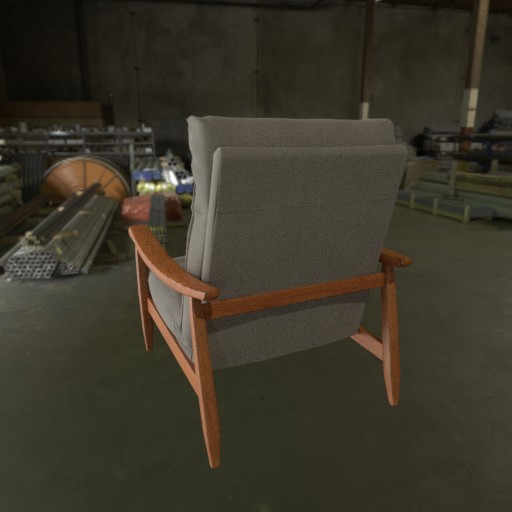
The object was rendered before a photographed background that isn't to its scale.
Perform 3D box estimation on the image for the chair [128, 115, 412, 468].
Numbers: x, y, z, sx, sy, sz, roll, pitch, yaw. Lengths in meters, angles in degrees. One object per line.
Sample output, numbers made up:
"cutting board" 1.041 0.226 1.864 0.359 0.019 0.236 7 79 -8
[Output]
"chair" 0.000 0.000 1.568 0.782 0.922 0.816 -8 17 -25
